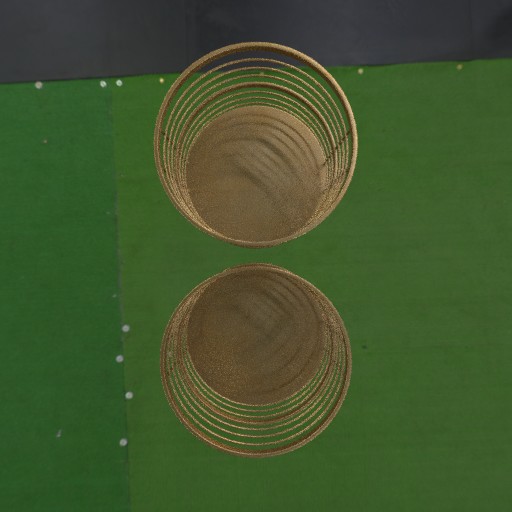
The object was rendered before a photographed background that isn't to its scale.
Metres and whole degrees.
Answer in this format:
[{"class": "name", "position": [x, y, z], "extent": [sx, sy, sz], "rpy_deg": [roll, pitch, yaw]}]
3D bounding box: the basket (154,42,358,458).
[{"class": "basket", "position": [0.000, 0.000, 0.946], "extent": [0.356, 0.351, 0.746], "rpy_deg": [0, 90, 0]}]
